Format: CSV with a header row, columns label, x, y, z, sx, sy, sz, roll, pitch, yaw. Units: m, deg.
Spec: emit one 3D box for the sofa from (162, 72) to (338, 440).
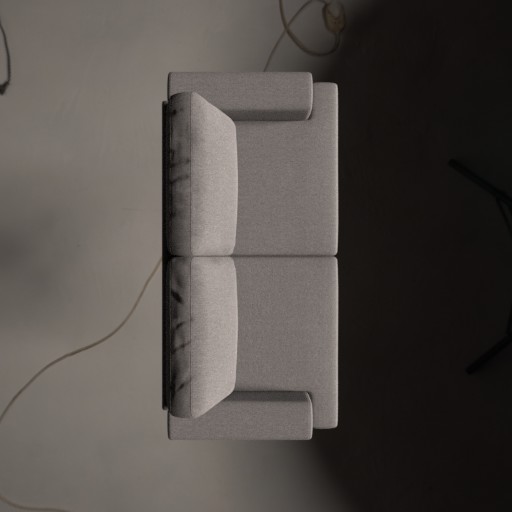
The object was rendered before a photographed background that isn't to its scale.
label,x,y,z,sx,sy,sz,roll,pitch,yaw
sofa,0.000,0.000,2.082,0.785,0.810,1.650,0,90,0
